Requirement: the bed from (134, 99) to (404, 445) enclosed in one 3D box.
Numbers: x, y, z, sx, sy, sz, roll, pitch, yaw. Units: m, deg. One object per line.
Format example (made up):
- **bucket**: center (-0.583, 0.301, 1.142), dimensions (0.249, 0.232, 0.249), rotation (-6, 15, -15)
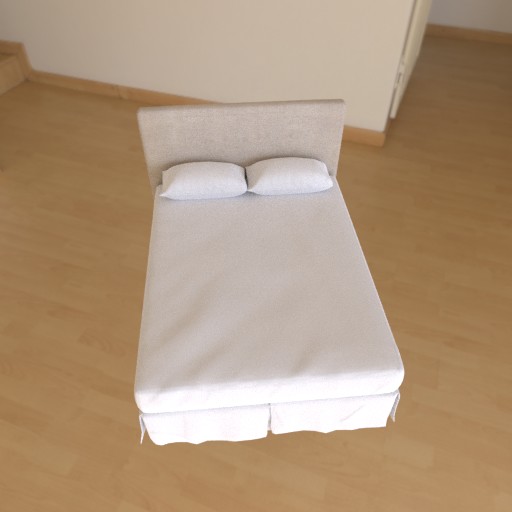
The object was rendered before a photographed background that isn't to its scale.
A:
- **bed**: center (0.000, 0.000, 3.231), dimensions (1.713, 1.330, 2.162), rotation (-4, 46, -4)
